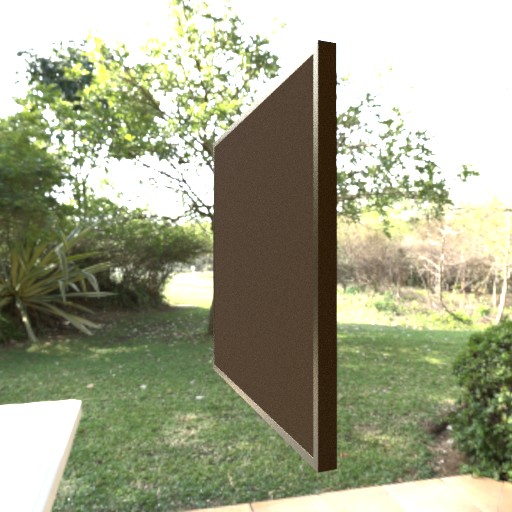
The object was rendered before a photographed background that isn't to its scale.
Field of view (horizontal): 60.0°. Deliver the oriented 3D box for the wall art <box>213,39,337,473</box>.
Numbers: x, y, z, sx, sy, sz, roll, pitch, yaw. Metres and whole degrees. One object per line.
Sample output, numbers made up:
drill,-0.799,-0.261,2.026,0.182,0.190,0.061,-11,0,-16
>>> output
wall art,0.000,0.000,1.144,0.038,0.762,0.762,0,0,-19
